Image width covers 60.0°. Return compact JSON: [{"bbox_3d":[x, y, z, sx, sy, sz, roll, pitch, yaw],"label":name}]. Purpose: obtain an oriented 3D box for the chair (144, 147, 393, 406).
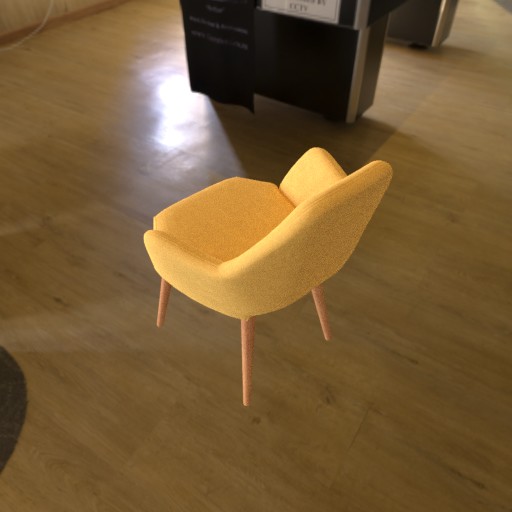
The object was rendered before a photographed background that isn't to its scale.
[{"bbox_3d":[0.000,0.000,1.288,0.590,0.840,0.610,-31,53,-27],"label":"chair"}]
